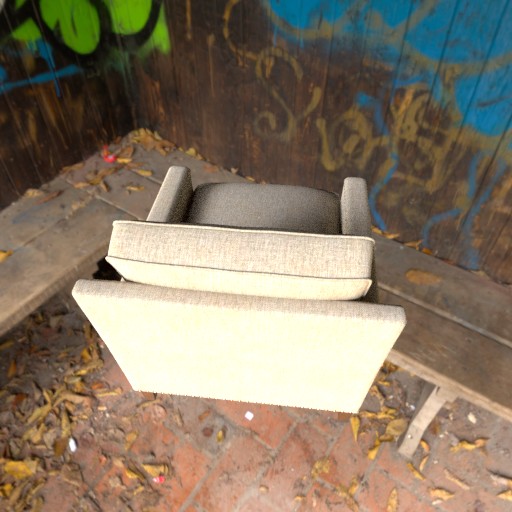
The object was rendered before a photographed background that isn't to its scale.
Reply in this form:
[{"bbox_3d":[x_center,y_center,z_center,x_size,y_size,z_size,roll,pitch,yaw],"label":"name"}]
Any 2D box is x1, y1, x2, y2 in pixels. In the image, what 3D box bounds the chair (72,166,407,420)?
[{"bbox_3d":[0.000,0.000,1.680,0.853,0.943,1.014,4,46,4],"label":"chair"}]
